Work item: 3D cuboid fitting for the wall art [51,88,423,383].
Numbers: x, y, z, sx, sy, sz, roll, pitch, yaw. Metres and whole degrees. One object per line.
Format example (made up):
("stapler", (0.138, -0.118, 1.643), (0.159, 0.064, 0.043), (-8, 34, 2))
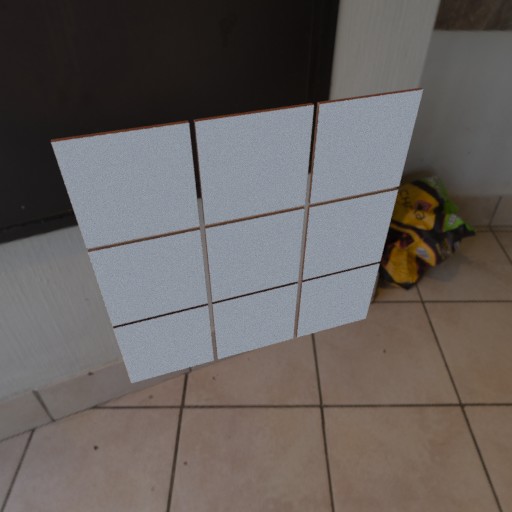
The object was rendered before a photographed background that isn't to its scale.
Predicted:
("wall art", (0.000, 0.000, 1.849), (1.256, 1.246, 0.017), (-13, 43, -14))
